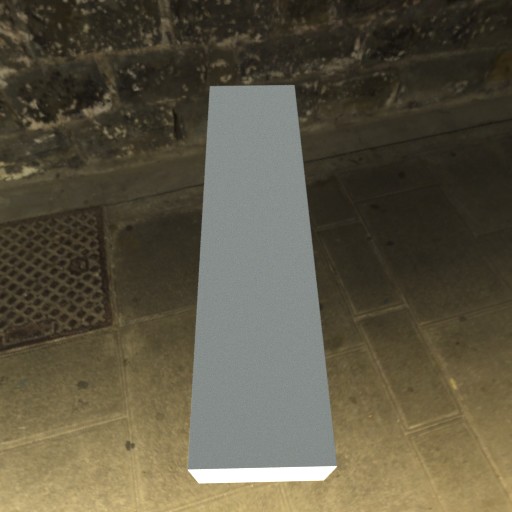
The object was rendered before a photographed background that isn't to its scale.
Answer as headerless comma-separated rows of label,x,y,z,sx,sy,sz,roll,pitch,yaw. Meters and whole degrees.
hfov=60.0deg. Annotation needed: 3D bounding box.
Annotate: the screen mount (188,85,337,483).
screen mount,0.000,0.000,1.815,0.399,0.432,1.644,-1,56,-1
